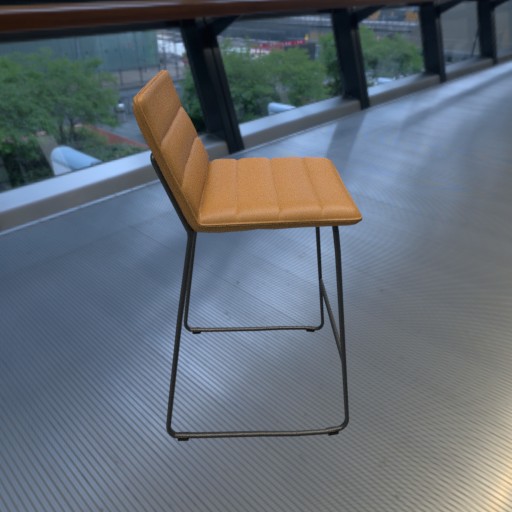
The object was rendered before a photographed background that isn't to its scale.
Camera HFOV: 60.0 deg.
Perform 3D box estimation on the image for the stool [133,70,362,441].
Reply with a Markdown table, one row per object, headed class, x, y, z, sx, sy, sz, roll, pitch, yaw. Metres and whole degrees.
| class | x | y | z | sx | sy | sz | roll | pitch | yaw |
| --- | --- | --- | --- | --- | --- | --- | --- | --- | --- |
| stool | 0.000 | 0.000 | 1.246 | 0.524 | 0.936 | 0.489 | -1 | 31 | -2 |
